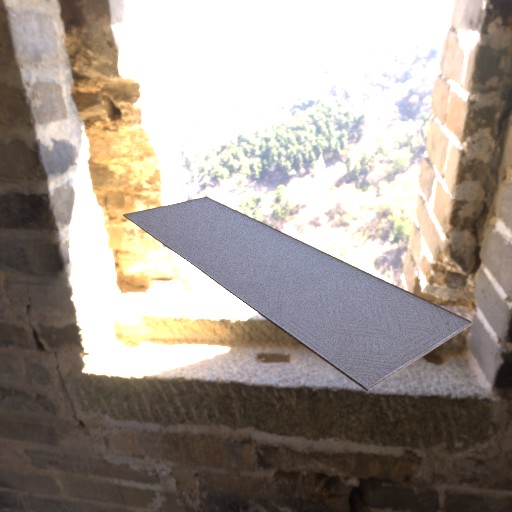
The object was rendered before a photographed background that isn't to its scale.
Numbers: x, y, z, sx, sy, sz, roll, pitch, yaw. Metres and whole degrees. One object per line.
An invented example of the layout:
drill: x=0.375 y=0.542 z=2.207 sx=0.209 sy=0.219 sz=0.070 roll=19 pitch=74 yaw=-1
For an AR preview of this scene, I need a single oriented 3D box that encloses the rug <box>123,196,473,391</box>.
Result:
rug: x=0.000 y=0.000 z=2.802 sx=0.775 sy=0.012 sz=2.452 roll=-18 pitch=31 yaw=-33
